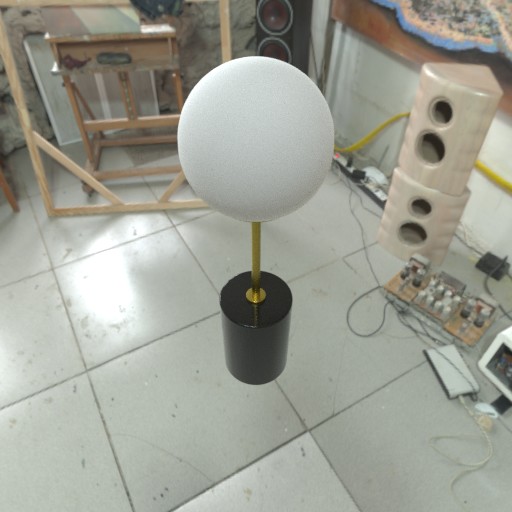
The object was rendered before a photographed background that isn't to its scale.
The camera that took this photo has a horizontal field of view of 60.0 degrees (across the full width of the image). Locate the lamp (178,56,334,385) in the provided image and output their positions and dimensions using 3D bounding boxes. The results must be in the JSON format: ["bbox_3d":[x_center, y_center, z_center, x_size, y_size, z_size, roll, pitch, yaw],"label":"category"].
[{"bbox_3d":[0.000,0.000,0.556,0.153,0.480,0.153,0,46,0],"label":"lamp"}]
